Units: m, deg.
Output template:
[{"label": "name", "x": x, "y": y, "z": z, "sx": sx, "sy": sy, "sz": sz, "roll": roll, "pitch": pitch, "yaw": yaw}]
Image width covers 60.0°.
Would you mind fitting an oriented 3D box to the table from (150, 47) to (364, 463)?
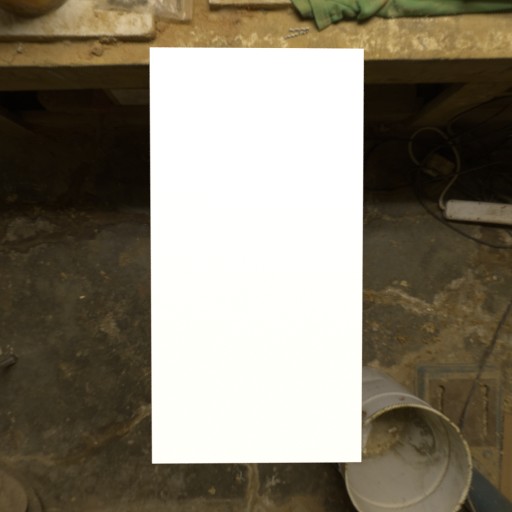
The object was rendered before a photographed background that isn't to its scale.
[{"label": "table", "x": 0.000, "y": 0.000, "z": 1.491, "sx": 0.609, "sy": 0.432, "sz": 1.194, "roll": 0, "pitch": 91, "yaw": -1}]
